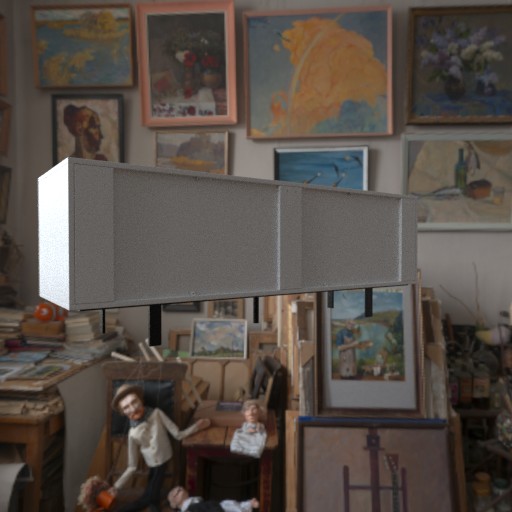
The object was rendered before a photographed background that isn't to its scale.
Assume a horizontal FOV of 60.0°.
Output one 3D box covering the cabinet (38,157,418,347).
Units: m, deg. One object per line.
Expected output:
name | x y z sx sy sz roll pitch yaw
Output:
cabinet | 0.000 0.000 1.759 1.499 0.533 0.431 -1 1 -35
